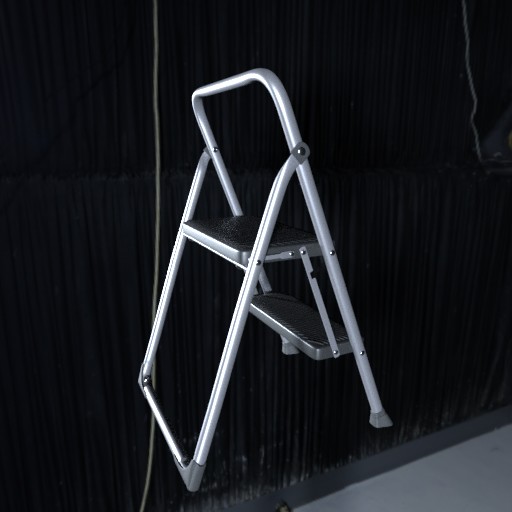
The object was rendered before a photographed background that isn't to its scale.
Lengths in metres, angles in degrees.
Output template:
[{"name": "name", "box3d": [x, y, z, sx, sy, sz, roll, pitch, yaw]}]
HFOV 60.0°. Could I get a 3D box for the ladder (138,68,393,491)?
[{"name": "ladder", "box3d": [0.000, 0.000, 0.973, 0.472, 0.720, 0.430, -7, 15, -26]}]
